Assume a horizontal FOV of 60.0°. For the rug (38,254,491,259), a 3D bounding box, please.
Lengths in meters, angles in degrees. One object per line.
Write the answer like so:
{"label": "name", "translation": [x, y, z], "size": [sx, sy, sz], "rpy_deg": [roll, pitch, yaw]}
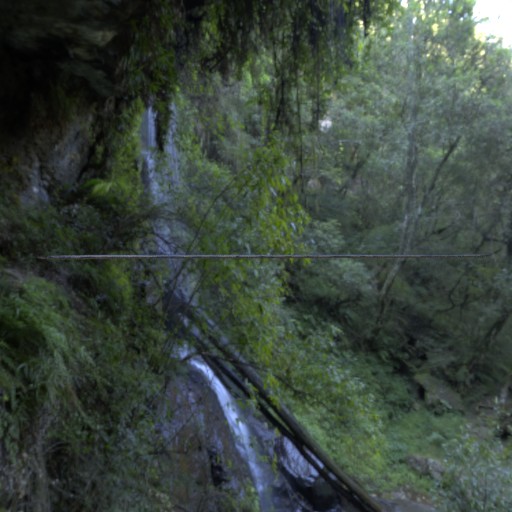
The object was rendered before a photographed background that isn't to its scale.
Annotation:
{"label": "rug", "translation": [0.000, 0.000, 2.069], "size": [1.698, 0.013, 1.072], "rpy_deg": [0, 0, -18]}
